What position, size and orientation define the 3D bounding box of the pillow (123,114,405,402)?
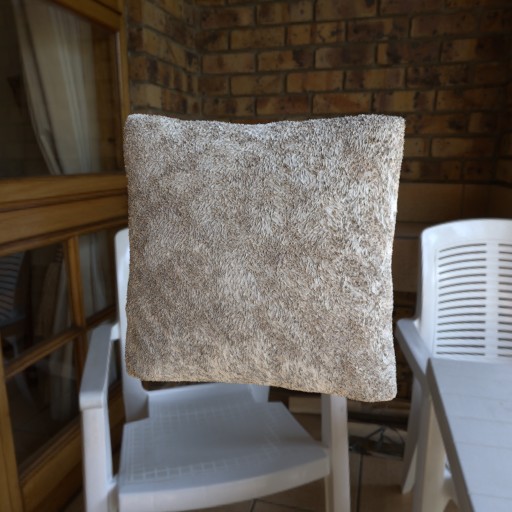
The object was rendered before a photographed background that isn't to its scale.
[{"bbox_3d":[0.000,0.000,0.815,0.529,0.515,0.218,2,13,9],"label":"pillow"}]
